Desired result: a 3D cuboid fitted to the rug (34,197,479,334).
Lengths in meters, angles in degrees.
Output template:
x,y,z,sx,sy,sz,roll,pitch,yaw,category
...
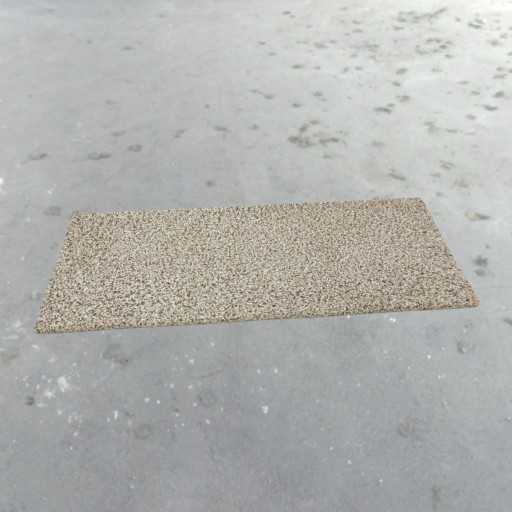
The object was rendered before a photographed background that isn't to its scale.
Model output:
x,y,z,sx,sy,sz,roll,pitch,yaw,category
0.000,0.000,1.721,1.524,0.030,0.609,-3,45,-3,rug
